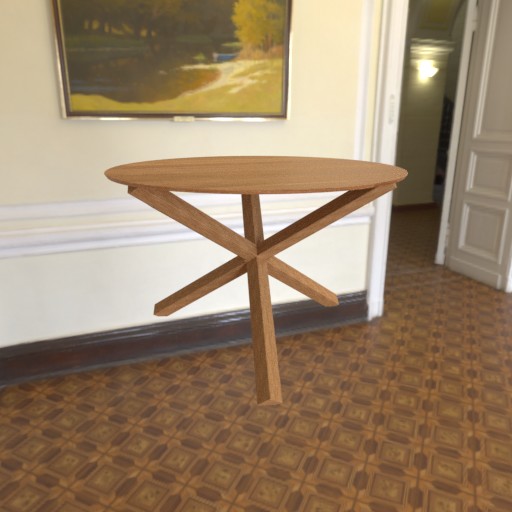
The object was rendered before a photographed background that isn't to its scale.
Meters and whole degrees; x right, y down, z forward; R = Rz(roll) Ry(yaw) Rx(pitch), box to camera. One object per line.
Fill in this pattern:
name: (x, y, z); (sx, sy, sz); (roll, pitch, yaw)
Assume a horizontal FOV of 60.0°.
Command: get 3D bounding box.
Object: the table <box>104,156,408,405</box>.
table: (0.000, 0.000, 1.691); (1.038, 0.666, 1.038); (0, 17, 0)
